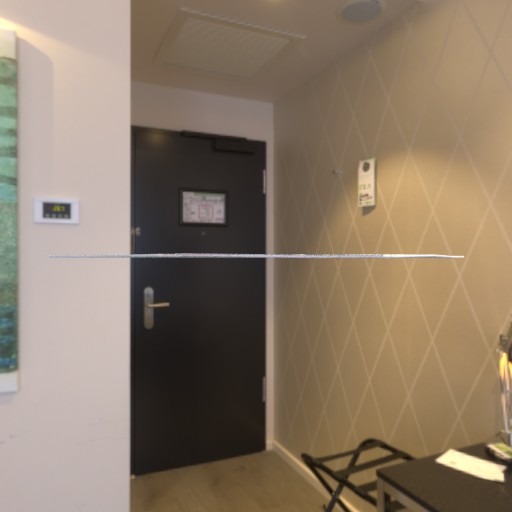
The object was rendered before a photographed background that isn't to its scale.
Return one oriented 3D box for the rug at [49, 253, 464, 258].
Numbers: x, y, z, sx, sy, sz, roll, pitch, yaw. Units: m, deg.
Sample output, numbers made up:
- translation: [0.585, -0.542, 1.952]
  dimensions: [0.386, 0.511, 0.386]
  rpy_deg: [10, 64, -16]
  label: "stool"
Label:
- translation: [0.000, 0.000, 2.970]
  dimensions: [2.305, 0.029, 1.593]
  rpy_deg: [0, 0, 35]
  label: "rug"
